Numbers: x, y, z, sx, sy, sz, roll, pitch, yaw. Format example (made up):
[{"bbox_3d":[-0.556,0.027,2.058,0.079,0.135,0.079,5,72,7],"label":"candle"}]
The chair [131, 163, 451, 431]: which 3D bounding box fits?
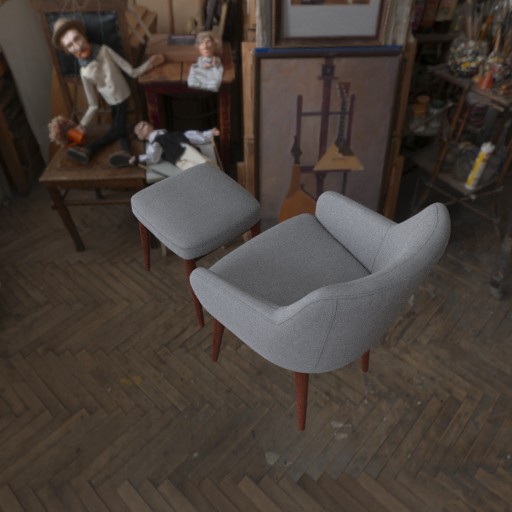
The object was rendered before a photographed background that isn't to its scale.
[{"bbox_3d":[0.000,0.000,1.524,0.584,0.799,1.107,-32,54,-27],"label":"chair"}]
